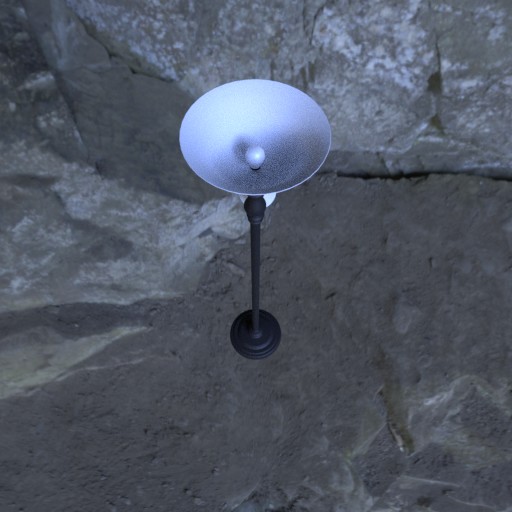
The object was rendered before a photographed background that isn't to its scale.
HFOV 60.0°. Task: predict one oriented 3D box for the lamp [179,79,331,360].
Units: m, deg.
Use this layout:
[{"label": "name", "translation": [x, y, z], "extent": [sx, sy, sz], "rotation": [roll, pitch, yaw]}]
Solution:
[{"label": "lamp", "translation": [0.000, 0.000, 2.024], "extent": [0.405, 1.793, 0.588], "rotation": [1, 63, 1]}]
